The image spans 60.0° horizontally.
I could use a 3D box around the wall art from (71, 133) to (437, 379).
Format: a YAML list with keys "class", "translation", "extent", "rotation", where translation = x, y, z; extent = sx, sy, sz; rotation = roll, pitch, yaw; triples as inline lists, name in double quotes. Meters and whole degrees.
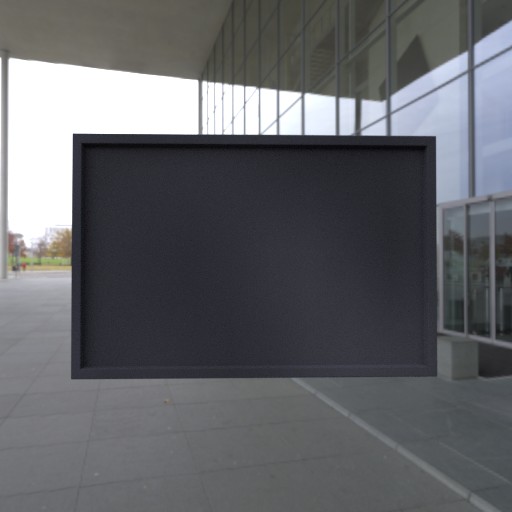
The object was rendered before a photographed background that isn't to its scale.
- class: "wall art"
  translation: [0.000, 0.000, 0.755]
  extent: [0.609, 0.406, 0.033]
  rotation: [0, -1, -2]
